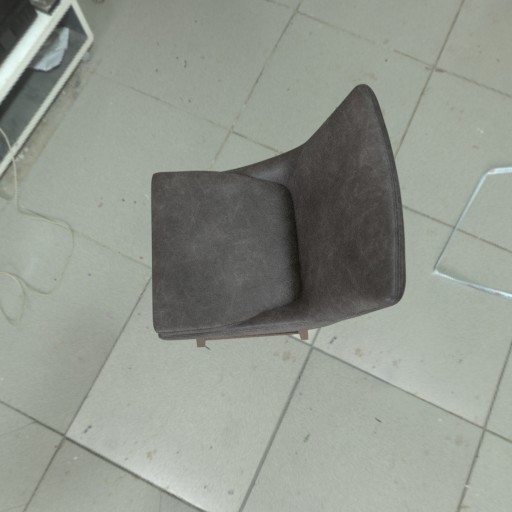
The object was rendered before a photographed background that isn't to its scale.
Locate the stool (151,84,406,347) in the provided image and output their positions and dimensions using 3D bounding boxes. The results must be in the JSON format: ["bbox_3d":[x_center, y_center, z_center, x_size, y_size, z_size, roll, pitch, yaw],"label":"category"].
[{"bbox_3d":[0.000,0.000,1.379,0.587,1.046,0.492,-4,76,-1],"label":"stool"}]
